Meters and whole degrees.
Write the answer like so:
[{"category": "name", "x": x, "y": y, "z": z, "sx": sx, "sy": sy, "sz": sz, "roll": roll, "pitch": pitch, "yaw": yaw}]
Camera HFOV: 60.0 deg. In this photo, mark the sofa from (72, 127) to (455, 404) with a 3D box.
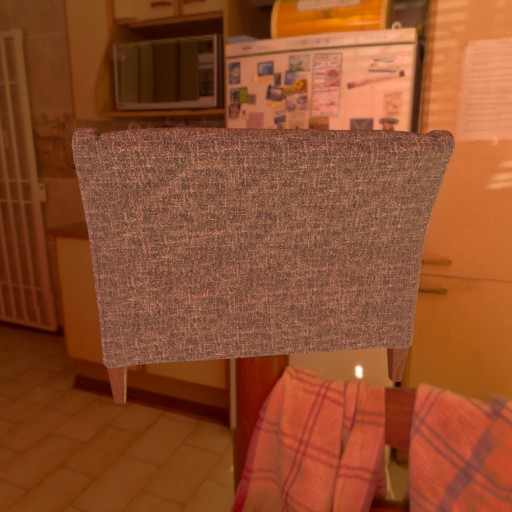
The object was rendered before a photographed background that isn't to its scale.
[{"category": "sofa", "x": 0.000, "y": 0.000, "z": 1.895, "sx": 1.242, "sy": 1.021, "sz": 0.870, "roll": -2, "pitch": 14, "yaw": -8}]
